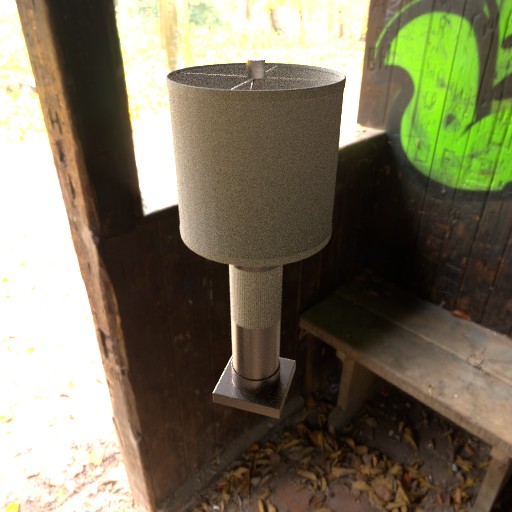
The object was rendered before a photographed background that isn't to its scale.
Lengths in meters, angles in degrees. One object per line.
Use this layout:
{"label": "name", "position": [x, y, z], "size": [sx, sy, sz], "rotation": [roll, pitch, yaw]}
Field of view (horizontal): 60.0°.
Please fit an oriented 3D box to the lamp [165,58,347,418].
{"label": "lamp", "position": [0.000, 0.000, 0.623], "size": [0.202, 0.509, 0.202], "rotation": [9, 32, 15]}
